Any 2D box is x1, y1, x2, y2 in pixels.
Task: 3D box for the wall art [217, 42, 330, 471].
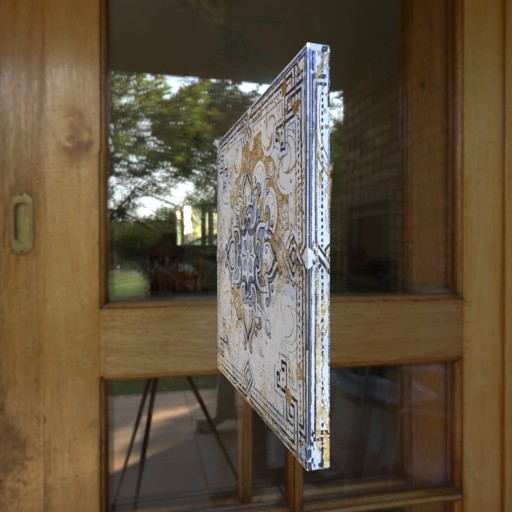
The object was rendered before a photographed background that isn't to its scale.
[{"bbox_3d":[0.000,0.000,0.922,0.036,0.607,0.609,0,0,-17],"label":"wall art"}]
